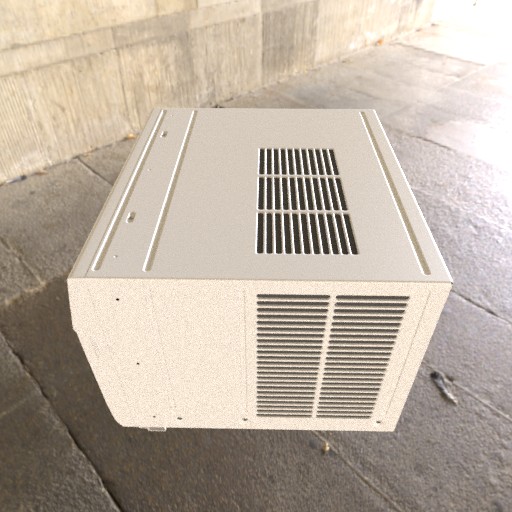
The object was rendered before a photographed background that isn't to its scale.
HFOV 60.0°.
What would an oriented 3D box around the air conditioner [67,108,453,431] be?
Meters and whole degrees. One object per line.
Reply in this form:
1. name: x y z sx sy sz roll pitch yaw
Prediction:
1. air conditioner: 0.000 0.000 1.047 0.599 0.455 0.645 1 41 1
